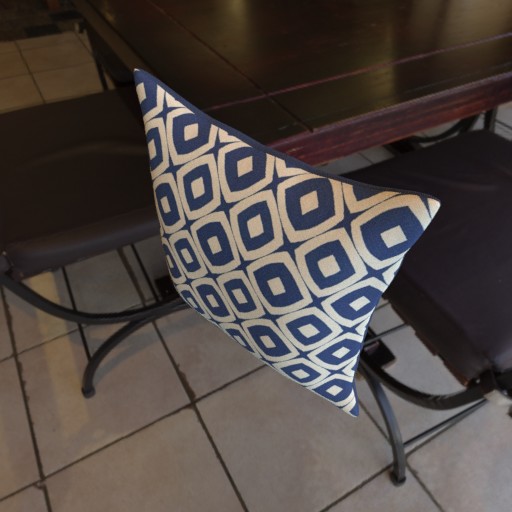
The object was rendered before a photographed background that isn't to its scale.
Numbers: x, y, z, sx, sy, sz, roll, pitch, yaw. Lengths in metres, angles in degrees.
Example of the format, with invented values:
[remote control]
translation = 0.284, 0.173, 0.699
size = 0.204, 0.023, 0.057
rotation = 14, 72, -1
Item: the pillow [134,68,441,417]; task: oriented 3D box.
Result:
[pillow]
translation = 0.000, 0.000, 0.742
size = 0.504, 0.494, 0.188
rotation = 32, 54, 28
